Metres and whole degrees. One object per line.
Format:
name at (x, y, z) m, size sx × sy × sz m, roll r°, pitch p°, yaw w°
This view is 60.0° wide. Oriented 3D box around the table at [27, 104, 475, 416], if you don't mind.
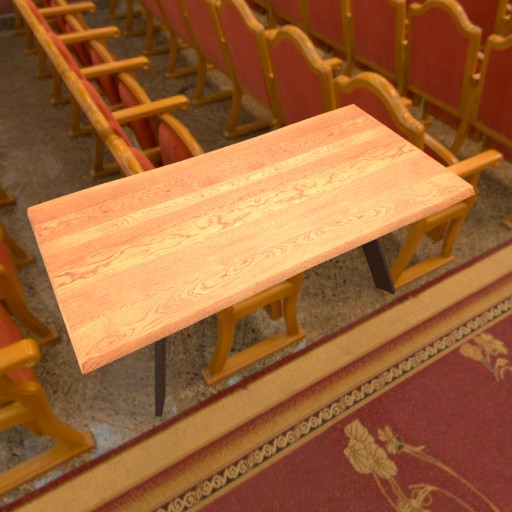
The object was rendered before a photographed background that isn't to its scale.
table at (0.000, 0.000, 2.241) m, size 1.800 × 0.770 × 0.900 m, roll -23°, pitch 51°, yaw -20°
